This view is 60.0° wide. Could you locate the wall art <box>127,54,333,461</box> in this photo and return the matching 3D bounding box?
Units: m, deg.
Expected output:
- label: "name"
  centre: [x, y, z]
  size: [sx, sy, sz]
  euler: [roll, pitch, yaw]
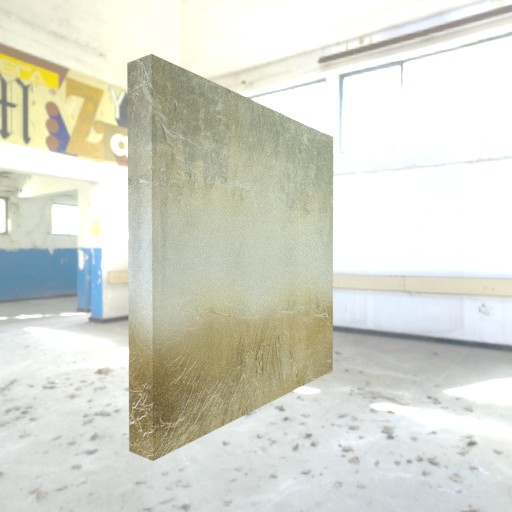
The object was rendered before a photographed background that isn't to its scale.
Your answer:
- label: "wall art"
  centre: [0.000, 0.000, 0.617]
  size: [0.038, 0.407, 0.405]
  euler: [1, 1, 36]
